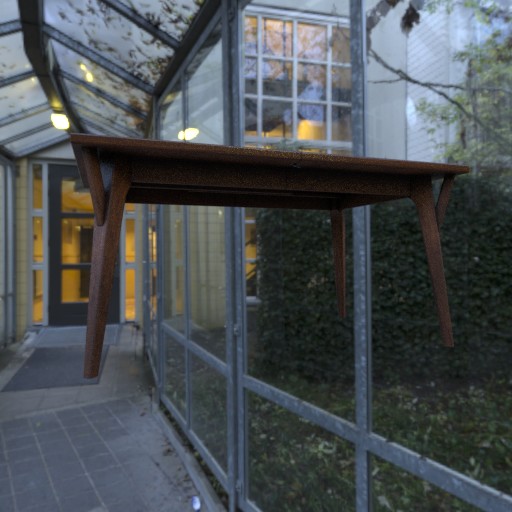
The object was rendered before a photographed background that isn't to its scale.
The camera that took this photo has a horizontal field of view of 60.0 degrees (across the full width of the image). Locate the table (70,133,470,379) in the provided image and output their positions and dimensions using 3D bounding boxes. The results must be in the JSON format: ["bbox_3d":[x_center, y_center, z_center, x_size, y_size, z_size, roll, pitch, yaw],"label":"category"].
[{"bbox_3d":[0.000,0.000,2.051,1.524,0.761,0.990,0,0,-19],"label":"table"}]
